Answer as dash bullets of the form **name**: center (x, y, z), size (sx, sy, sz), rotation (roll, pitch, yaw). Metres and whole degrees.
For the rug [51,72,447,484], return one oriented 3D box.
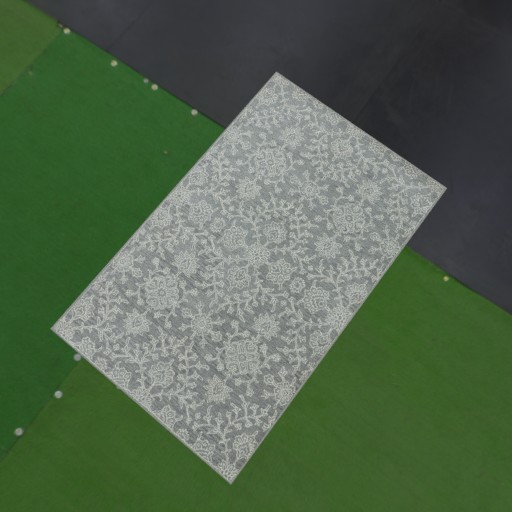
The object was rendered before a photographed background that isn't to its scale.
- **rug**: center (0.000, 0.000, 3.011), size (1.515, 0.010, 2.430), rotation (37, 80, 8)
